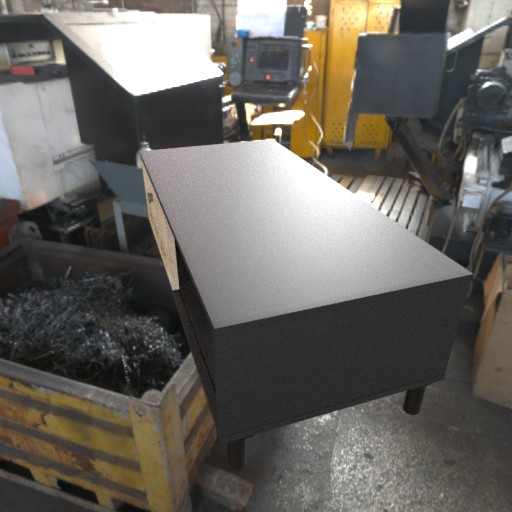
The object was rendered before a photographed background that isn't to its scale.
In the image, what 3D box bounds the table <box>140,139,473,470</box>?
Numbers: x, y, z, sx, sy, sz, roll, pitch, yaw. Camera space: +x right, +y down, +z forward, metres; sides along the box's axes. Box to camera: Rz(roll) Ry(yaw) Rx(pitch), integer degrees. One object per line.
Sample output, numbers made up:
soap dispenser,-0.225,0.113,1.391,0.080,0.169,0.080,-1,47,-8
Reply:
table,0.000,0.000,1.348,0.550,0.400,1.100,-10,30,-17
